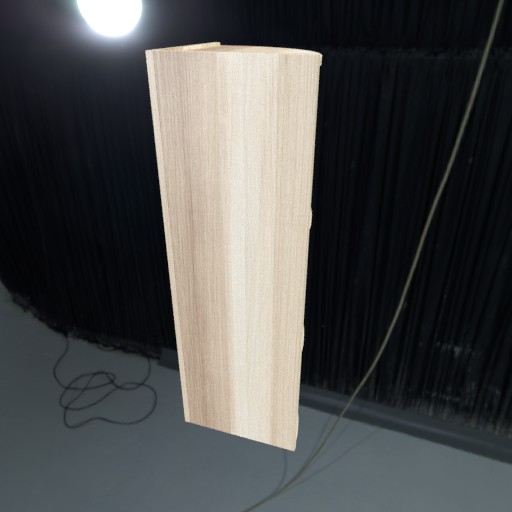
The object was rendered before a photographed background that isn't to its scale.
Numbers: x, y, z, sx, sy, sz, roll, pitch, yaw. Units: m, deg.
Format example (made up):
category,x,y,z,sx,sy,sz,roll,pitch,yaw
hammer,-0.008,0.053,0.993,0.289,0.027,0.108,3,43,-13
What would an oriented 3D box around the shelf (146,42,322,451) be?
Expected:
category,x,y,z,sx,sy,sz,roll,pitch,yaw
shelf,0.000,0.000,1.022,0.290,0.872,0.290,9,30,16
